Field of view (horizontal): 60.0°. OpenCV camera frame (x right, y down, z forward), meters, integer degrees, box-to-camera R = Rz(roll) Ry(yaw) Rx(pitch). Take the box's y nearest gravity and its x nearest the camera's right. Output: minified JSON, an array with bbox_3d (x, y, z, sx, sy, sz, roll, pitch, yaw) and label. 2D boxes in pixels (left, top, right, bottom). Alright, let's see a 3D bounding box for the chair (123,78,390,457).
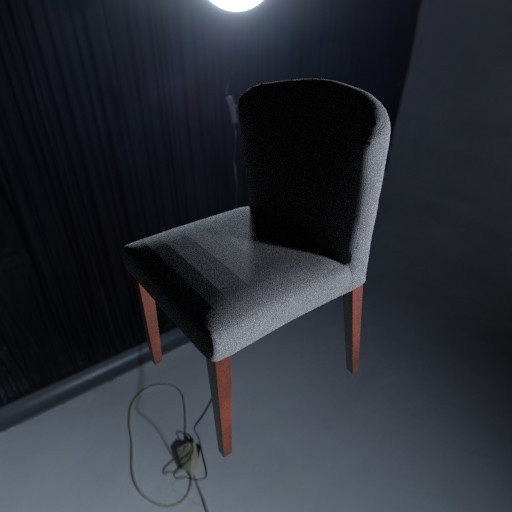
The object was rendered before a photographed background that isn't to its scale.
[{"bbox_3d":[0.000,0.000,1.221,0.589,0.839,0.491,-22,39,-30],"label":"chair"}]
